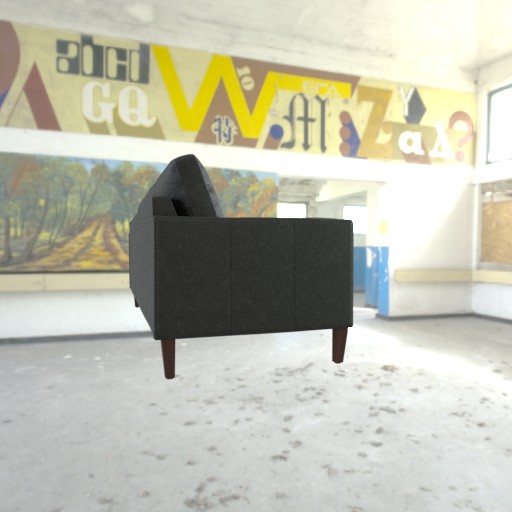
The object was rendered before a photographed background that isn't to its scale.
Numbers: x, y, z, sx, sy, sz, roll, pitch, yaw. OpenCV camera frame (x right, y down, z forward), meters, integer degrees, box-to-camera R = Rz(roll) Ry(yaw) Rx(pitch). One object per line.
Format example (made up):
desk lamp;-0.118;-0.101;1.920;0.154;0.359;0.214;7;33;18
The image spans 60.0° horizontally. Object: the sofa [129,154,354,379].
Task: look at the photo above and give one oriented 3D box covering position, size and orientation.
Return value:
sofa;0.000;0.000;2.860;1.497;0.876;2.178;0;1;-18
